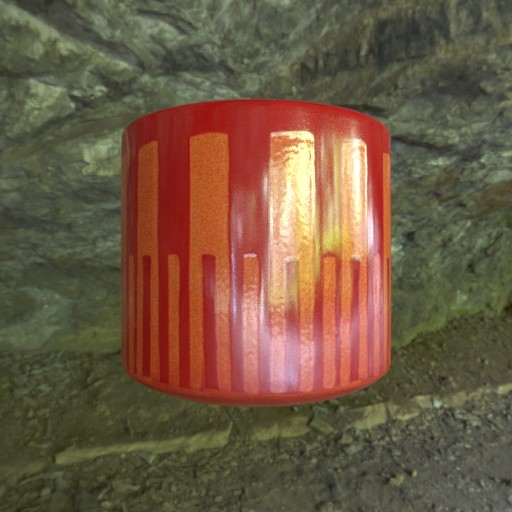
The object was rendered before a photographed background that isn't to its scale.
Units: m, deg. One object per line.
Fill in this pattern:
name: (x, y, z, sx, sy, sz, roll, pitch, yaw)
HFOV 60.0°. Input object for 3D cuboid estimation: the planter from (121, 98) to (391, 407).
planter: (0.000, 0.000, 0.395, 0.230, 0.202, 0.230, 0, 0, 0)
